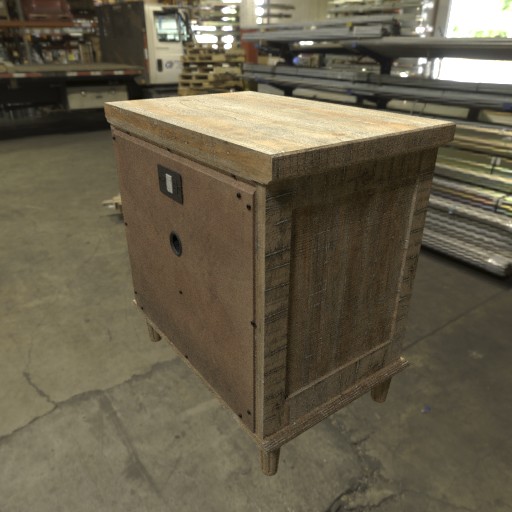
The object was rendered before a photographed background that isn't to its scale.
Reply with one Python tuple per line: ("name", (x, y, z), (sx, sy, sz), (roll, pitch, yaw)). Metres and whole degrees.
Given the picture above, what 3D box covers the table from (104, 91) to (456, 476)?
("table", (0.000, 0.000, 1.131), (0.457, 0.711, 0.686), (-18, 31, -32))
